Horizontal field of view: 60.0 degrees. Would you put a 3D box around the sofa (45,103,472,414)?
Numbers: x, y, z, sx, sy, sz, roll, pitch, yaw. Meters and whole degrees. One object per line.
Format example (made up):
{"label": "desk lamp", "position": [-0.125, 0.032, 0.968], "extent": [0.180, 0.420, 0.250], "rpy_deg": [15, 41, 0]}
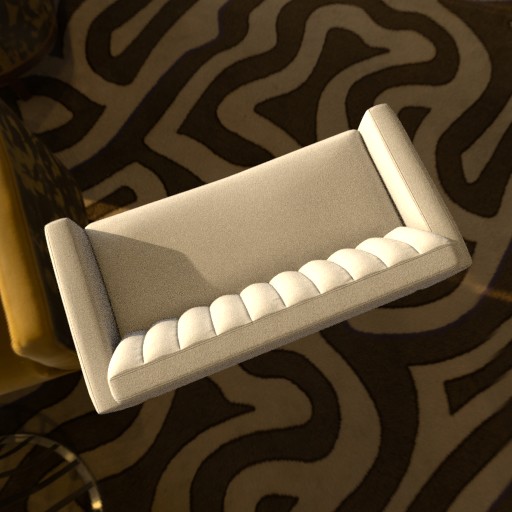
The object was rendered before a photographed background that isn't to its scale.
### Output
{"label": "sofa", "position": [0.000, 0.000, 2.367], "extent": [1.895, 0.814, 0.969], "rpy_deg": [-21, 76, -5]}
